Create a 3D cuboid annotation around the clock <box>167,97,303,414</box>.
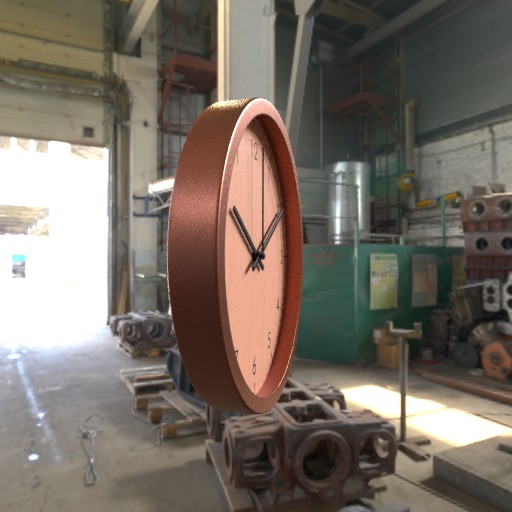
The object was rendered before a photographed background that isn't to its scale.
[{"bbox_3d":[0.000,0.000,0.468,0.040,0.313,0.313,0,0,17],"label":"clock"}]
